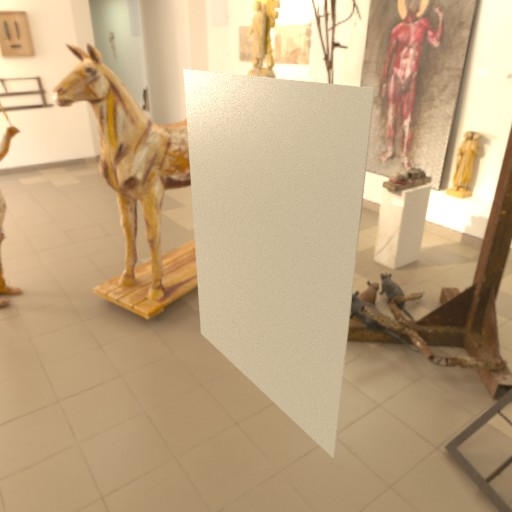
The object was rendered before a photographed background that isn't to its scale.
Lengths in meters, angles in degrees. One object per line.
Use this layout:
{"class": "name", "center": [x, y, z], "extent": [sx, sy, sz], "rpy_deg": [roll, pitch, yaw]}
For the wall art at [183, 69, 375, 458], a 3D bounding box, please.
{"class": "wall art", "center": [0.000, 0.000, 0.809], "extent": [0.003, 0.609, 0.457], "rpy_deg": [-18, 31, -32]}
